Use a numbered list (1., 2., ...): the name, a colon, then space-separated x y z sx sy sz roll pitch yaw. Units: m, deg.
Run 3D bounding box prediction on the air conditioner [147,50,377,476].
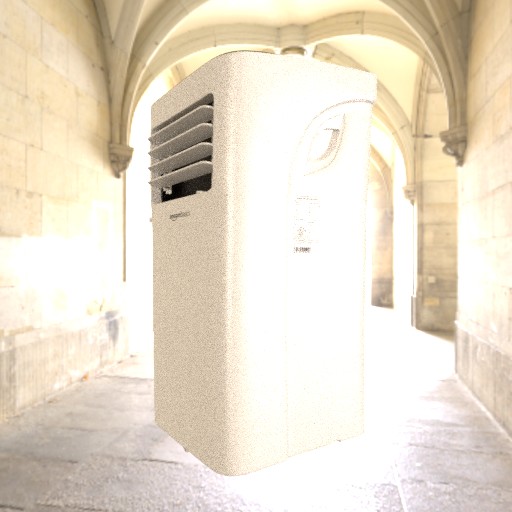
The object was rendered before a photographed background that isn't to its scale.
1. air conditioner: 0.000 0.000 0.896 0.369 0.716 0.352 0 0 -35
